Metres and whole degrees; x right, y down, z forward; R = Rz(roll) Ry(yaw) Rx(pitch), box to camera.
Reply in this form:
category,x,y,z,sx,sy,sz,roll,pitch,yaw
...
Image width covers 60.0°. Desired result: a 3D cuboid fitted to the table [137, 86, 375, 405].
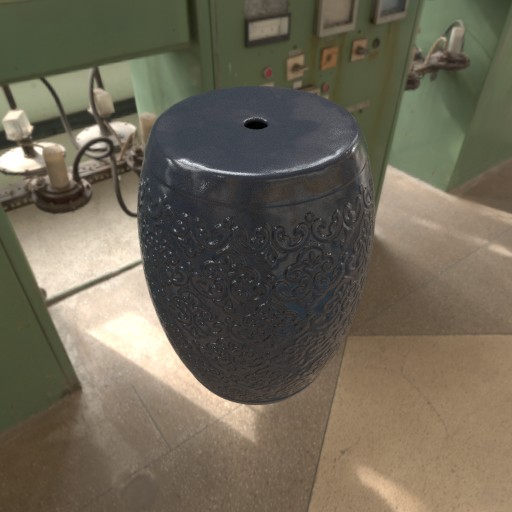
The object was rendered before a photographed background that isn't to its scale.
category,x,y,z,sx,sy,sz,roll,pitch,yaw
table,0.000,0.000,0.624,0.309,0.397,0.309,0,41,0
